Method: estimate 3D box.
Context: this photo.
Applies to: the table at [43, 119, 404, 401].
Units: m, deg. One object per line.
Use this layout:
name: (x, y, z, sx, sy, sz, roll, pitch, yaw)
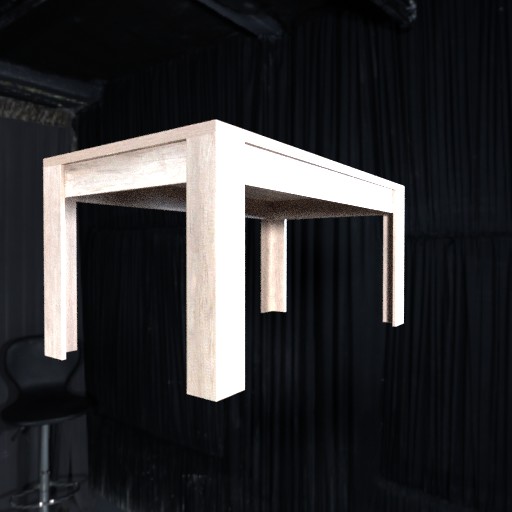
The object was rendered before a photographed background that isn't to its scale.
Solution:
table: (0.000, 0.000, 2.127, 0.900, 0.775, 1.600, 1, 1, 36)
